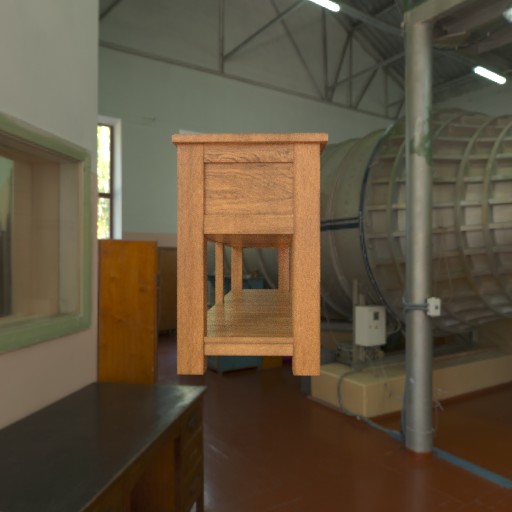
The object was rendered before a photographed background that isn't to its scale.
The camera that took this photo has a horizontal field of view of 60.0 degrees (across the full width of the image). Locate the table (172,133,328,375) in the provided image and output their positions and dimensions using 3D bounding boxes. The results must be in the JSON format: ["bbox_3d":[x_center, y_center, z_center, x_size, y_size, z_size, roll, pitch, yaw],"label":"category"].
[{"bbox_3d":[0.000,0.000,2.061,0.425,0.635,1.815,0,0,2],"label":"table"}]
